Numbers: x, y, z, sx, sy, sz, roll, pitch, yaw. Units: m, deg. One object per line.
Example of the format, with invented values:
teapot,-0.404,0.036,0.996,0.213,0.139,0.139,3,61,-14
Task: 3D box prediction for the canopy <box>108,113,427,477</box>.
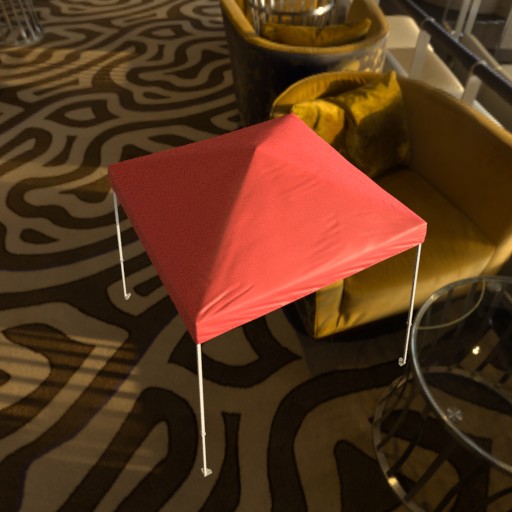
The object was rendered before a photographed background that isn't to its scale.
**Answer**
canopy,0.000,0.000,6.426,3.600,3.600,3.599,-22,50,-19
